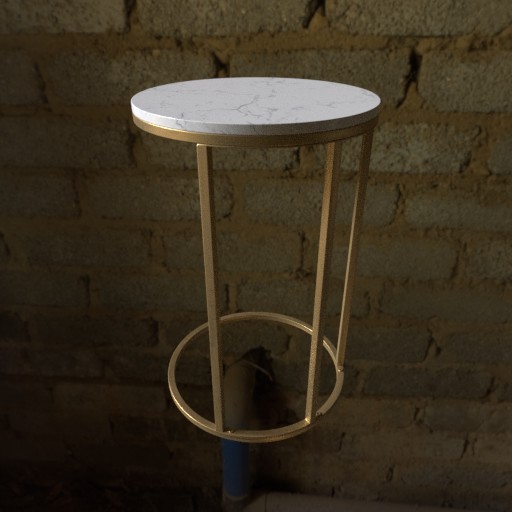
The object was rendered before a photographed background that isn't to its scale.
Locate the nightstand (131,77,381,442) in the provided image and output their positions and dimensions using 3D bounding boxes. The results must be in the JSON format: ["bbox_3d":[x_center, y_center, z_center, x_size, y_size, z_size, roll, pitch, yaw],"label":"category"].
[{"bbox_3d":[0.000,0.000,0.881,0.400,0.610,0.400,-19,35,-29],"label":"nightstand"}]
